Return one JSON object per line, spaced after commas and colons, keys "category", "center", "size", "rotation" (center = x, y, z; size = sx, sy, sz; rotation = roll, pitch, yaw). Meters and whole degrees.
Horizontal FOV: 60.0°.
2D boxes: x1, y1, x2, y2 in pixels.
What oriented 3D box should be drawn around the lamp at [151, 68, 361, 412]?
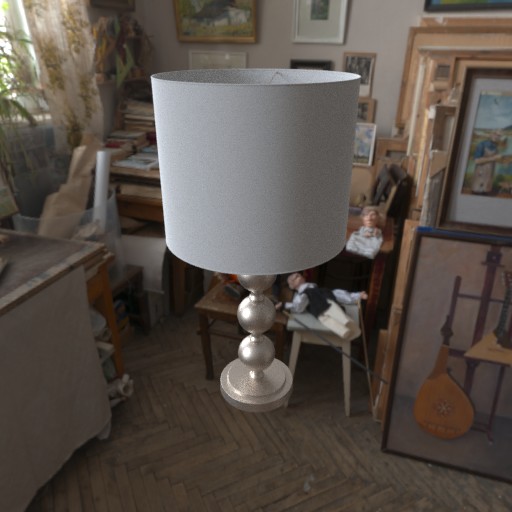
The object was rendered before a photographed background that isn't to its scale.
{"category": "lamp", "center": [0.000, 0.000, 0.709], "size": [0.277, 0.538, 0.277], "rotation": [-9, 27, -17]}
